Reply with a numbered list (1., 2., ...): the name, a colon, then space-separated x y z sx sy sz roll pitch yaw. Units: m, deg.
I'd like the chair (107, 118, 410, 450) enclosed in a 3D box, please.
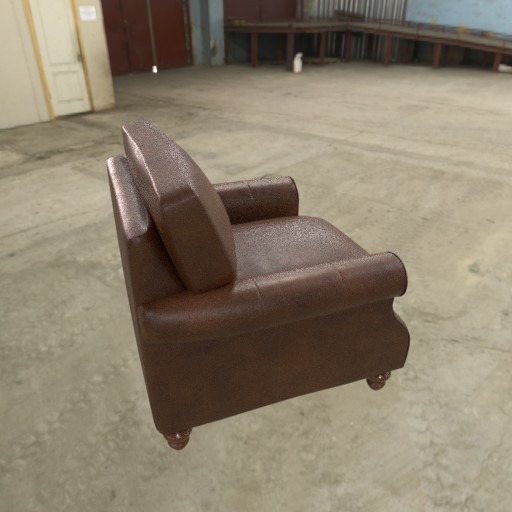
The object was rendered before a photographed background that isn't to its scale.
1. chair: 0.000 0.000 1.733 0.992 0.972 0.989 -10 30 -18
